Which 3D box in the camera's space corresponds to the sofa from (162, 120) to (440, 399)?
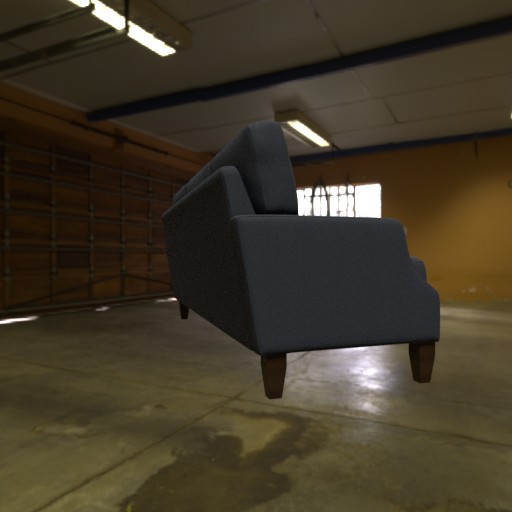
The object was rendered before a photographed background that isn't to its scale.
[{"bbox_3d":[0.000,0.000,2.584,0.888,0.984,2.115,0,0,-18],"label":"sofa"}]
